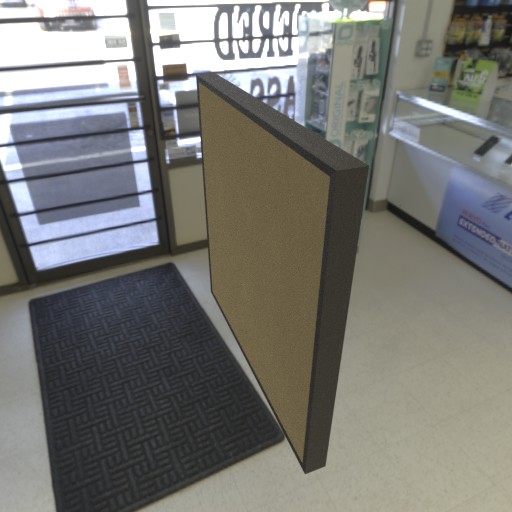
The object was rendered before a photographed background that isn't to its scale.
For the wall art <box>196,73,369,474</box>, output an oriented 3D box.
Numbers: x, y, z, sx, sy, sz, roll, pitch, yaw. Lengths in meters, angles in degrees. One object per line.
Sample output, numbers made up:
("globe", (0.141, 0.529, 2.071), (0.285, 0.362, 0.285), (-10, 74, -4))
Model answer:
("wall art", (0.000, 0.000, 0.767), (0.037, 0.507, 0.509), (-12, 35, -18))
